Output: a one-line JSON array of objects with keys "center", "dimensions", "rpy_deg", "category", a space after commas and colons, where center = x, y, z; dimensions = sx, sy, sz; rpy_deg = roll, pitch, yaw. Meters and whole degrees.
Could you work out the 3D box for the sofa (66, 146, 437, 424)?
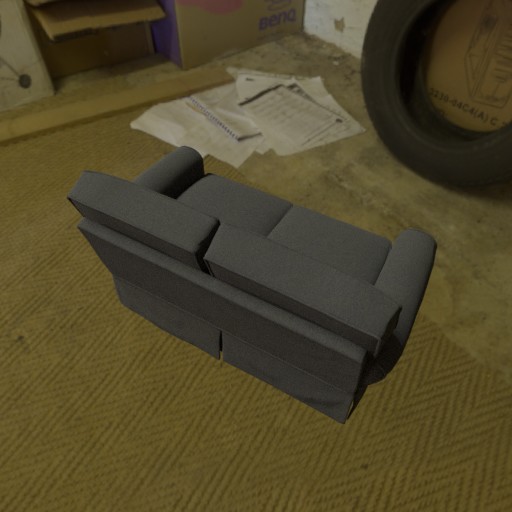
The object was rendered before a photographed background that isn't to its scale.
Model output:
[{"center": [0.000, 0.000, 2.495], "dimensions": [1.801, 1.059, 0.997], "rpy_deg": [23, 53, 19], "category": "sofa"}]
